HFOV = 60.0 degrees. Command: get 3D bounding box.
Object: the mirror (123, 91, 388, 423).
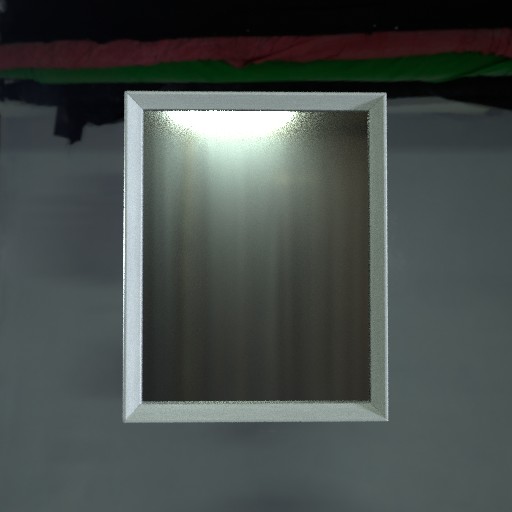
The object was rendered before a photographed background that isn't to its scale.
[{"bbox_3d":[0.000,0.000,0.702,0.406,0.509,0.041,0,-1,-1],"label":"mirror"}]
